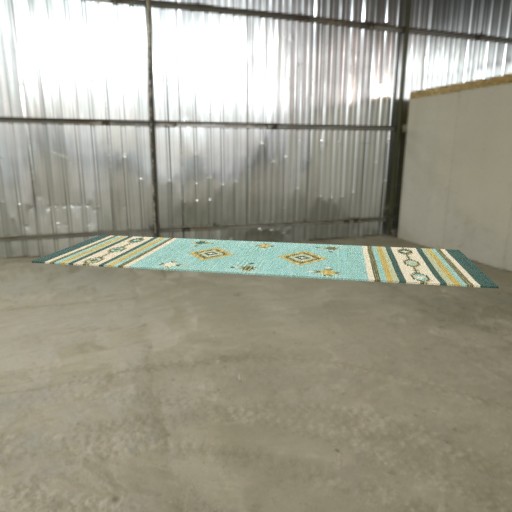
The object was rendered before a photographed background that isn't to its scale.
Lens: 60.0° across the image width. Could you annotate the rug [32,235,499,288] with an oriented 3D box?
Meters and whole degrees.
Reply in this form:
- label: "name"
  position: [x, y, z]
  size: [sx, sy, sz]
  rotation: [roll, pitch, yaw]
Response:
- label: "rug"
  position: [0.000, 0.000, 2.637]
  size: [2.441, 0.010, 0.744]
  rotation: [3, 15, 10]
